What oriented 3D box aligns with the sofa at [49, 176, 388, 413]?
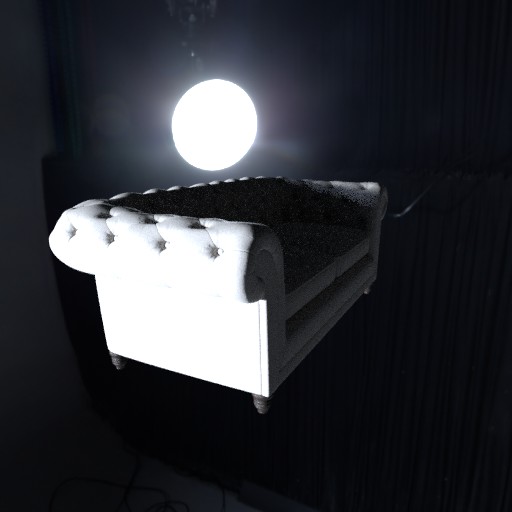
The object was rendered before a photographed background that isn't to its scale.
[{"bbox_3d":[0.000,0.000,2.432,0.986,0.764,1.998,7,16,27],"label":"sofa"}]
